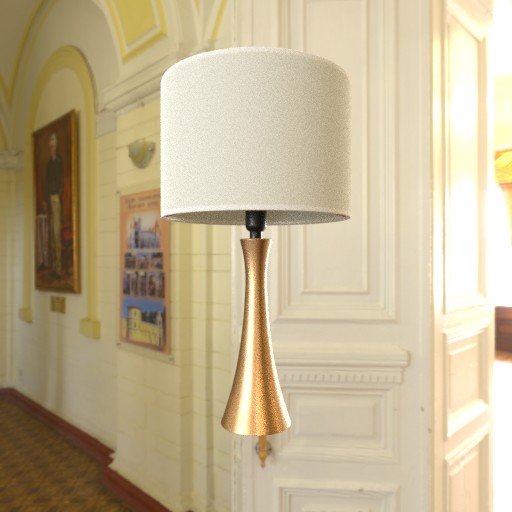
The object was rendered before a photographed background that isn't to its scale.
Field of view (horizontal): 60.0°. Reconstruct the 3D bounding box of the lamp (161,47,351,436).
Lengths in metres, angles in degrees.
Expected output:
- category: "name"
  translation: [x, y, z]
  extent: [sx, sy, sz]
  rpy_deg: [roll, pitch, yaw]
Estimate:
- category: "lamp"
  translation: [0.000, 0.000, 0.639]
  extent: [0.268, 0.479, 0.268]
  rpy_deg: [0, 0, 0]
